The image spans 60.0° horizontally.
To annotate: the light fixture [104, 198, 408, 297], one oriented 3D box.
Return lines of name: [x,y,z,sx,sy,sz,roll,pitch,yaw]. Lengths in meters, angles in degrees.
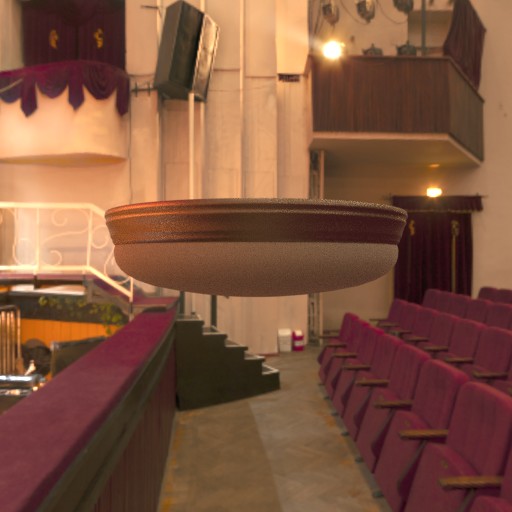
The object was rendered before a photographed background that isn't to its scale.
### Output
light fixture: [0.000,0.000,0.567,0.368,0.100,0.368,0,0,0]
